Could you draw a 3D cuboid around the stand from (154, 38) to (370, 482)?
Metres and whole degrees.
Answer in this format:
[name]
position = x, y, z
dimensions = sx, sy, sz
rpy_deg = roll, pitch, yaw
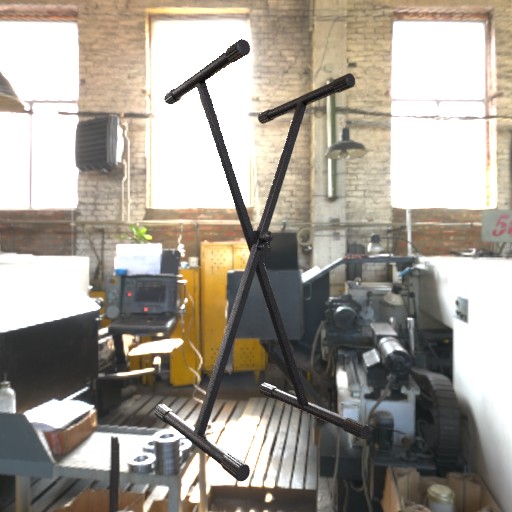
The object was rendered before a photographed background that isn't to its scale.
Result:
[stand]
position = 0.000, 0.000, 1.214
dimensions = 0.409, 0.940, 0.449
rpy_deg = 0, 0, -35
